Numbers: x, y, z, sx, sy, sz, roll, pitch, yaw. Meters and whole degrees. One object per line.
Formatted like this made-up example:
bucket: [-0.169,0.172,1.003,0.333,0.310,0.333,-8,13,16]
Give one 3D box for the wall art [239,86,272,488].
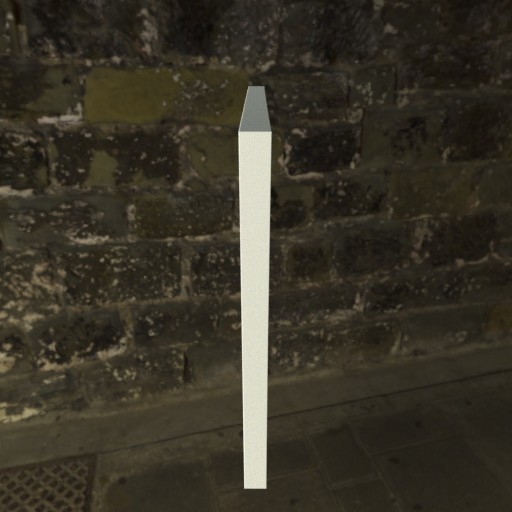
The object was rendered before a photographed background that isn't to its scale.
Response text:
wall art: [0.000,0.000,0.918,0.038,0.610,0.610,0,26,0]
